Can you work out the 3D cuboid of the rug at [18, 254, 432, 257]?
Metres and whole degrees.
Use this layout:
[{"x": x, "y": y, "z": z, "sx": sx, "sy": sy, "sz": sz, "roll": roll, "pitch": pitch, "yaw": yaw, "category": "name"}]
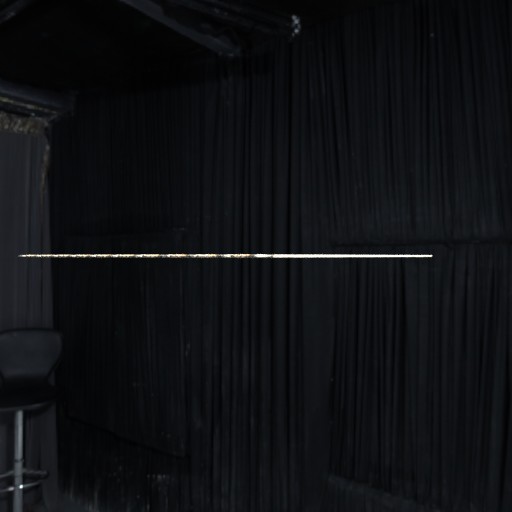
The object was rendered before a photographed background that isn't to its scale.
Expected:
[{"x": 0.000, "y": 0.000, "z": 2.216, "sx": 1.278, "sy": 0.009, "sz": 1.726, "roll": 0, "pitch": 0, "yaw": 36, "category": "rug"}]
